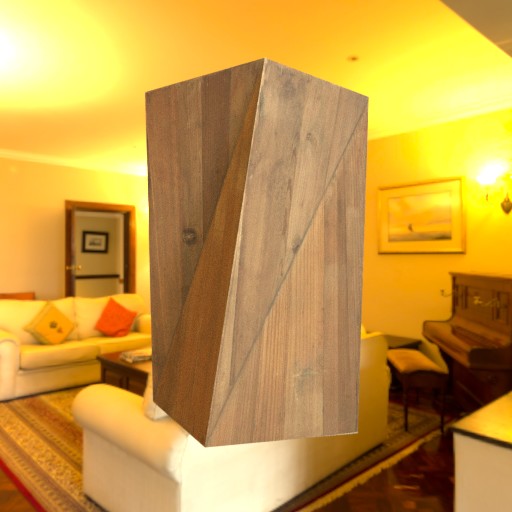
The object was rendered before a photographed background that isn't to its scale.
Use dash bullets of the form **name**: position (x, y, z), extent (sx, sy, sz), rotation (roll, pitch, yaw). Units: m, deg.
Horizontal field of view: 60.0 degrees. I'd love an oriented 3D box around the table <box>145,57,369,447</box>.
- **table**: position (0.000, 0.000, 0.895), extent (0.425, 0.604, 0.441), rotation (0, 0, -2)
